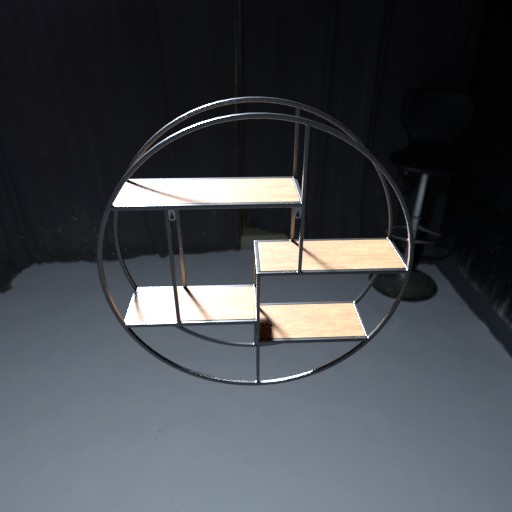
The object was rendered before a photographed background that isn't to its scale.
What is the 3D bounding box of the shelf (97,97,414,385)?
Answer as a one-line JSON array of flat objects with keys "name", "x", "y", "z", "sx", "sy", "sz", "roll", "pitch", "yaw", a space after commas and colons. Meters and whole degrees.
[{"name": "shelf", "x": 0.000, "y": 0.000, "z": 1.344, "sx": 0.888, "sy": 0.888, "sz": 0.202, "roll": -1, "pitch": 30, "yaw": -2}]
